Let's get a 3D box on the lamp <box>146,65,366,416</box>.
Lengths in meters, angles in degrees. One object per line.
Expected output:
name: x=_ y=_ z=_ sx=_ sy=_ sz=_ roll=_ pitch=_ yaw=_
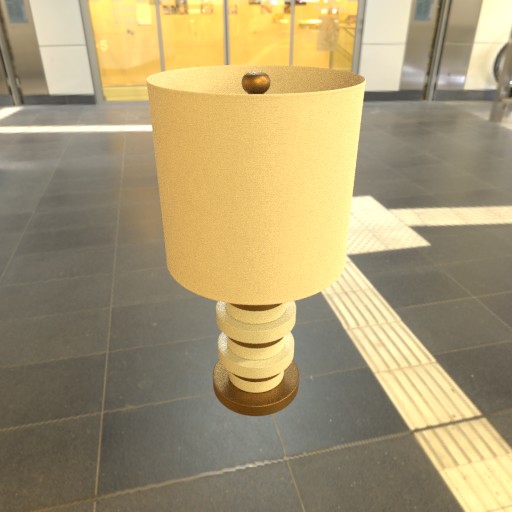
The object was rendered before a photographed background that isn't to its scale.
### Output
lamp: x=0.000 y=0.000 z=0.530 sx=0.210 sy=0.410 sz=0.210 roll=-17 pitch=33 yaw=-28
